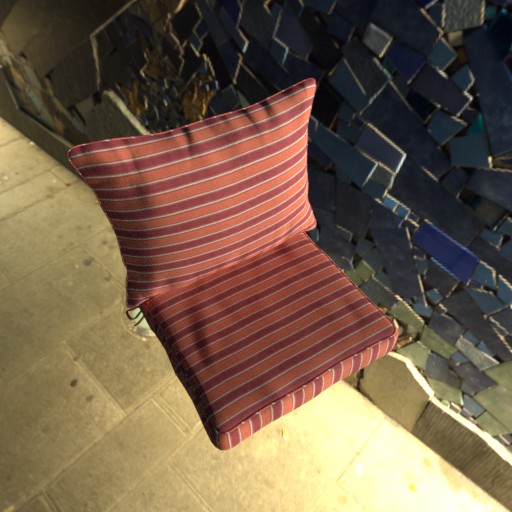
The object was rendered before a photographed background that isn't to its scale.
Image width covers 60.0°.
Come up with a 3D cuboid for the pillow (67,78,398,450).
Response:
[{"bbox_3d":[0.000,0.000,1.367,0.799,0.723,0.733,-24,52,-21],"label":"pillow"}]
